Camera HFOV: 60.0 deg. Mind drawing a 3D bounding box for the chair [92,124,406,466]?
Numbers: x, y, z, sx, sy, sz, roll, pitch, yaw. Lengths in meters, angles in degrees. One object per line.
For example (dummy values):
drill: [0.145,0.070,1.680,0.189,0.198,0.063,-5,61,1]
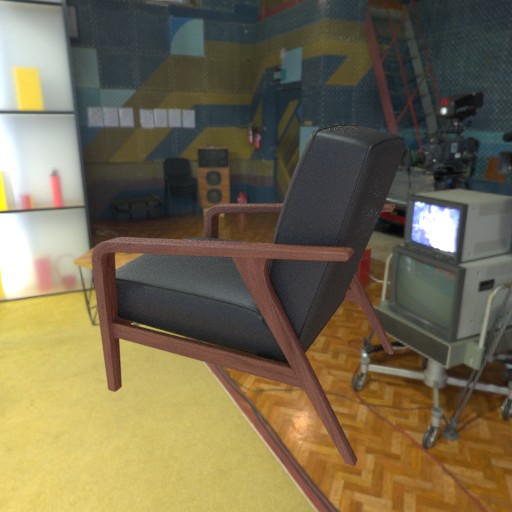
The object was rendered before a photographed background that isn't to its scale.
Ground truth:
chair: [0.000,0.000,1.515,0.889,0.861,0.719,8,18,24]
